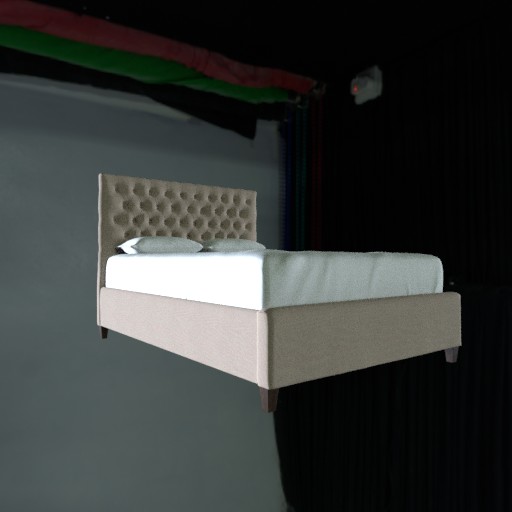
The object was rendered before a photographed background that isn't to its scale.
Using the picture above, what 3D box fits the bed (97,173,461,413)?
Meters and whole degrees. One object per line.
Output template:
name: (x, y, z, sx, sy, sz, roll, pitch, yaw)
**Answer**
bed: (0.000, 0.000, 3.420, 1.698, 1.427, 2.387, 0, 0, -37)
